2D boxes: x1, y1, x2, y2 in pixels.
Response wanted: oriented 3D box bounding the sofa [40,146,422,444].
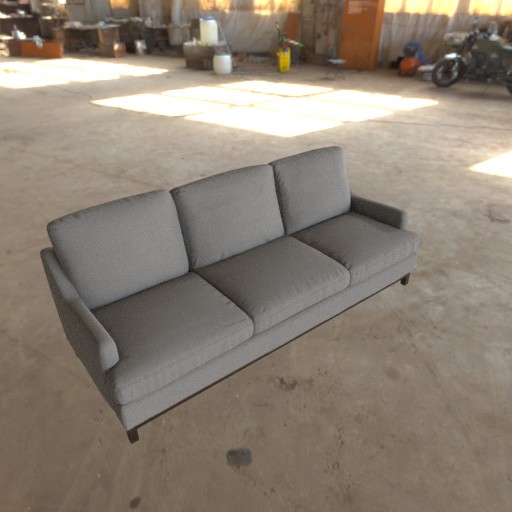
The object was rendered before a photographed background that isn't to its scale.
[{"bbox_3d":[0.000,0.000,2.880,2.344,0.926,0.987,-22,37,-32],"label":"sofa"}]
